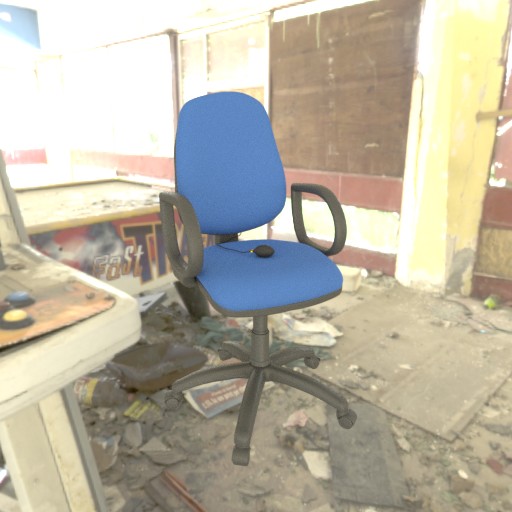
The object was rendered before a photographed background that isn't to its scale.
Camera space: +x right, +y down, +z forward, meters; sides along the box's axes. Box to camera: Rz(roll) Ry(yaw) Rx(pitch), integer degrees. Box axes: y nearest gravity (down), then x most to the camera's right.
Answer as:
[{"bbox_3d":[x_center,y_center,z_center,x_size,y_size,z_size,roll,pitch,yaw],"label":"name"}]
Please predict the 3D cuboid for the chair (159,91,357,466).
[{"bbox_3d":[0.000,0.000,1.254,0.552,0.905,0.549,-8,18,-25],"label":"chair"}]
